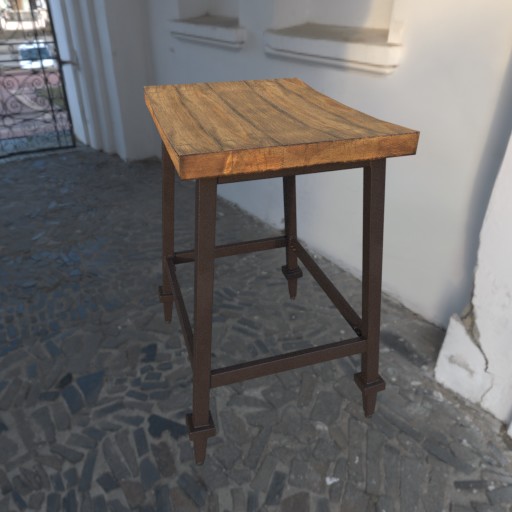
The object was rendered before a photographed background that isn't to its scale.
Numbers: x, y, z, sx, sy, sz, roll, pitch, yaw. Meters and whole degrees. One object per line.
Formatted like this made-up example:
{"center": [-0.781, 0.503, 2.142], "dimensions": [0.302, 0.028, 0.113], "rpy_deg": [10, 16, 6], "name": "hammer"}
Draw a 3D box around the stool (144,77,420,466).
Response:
{"center": [0.000, 0.000, 0.944], "dimensions": [0.405, 0.625, 0.486], "rpy_deg": [-9, 32, -15], "name": "stool"}
